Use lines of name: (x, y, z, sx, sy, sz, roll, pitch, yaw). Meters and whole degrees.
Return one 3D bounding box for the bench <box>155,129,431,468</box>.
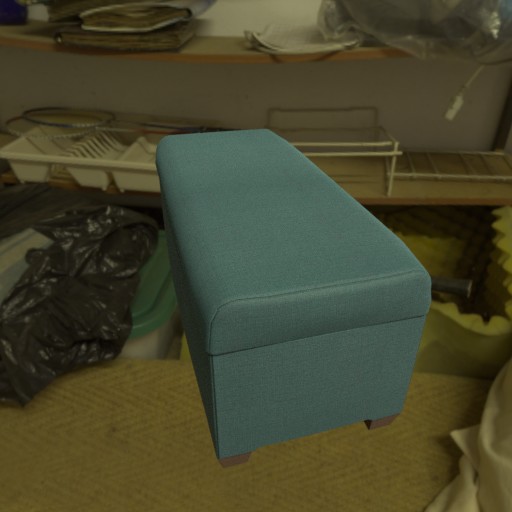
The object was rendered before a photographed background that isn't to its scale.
bench: (0.000, 0.000, 1.277, 0.476, 0.474, 0.995, -8, 33, -14)
